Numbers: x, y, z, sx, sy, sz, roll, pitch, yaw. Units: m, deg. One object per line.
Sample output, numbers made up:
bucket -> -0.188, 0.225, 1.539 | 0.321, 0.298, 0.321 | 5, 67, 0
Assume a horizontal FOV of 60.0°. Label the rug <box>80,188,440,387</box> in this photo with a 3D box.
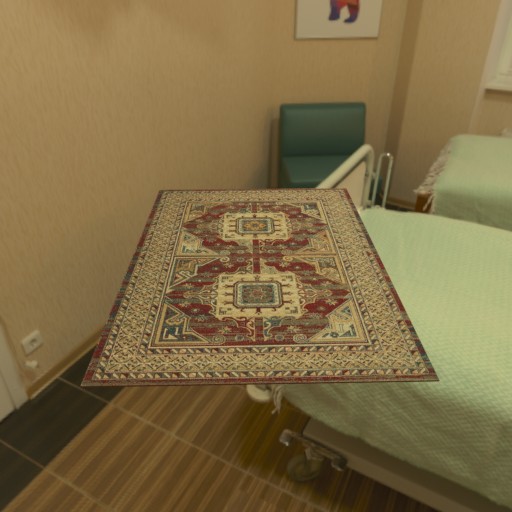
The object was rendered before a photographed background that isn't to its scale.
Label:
rug -> 0.000, 0.000, 4.290 | 2.381, 0.013, 3.197 | -1, 32, -1
